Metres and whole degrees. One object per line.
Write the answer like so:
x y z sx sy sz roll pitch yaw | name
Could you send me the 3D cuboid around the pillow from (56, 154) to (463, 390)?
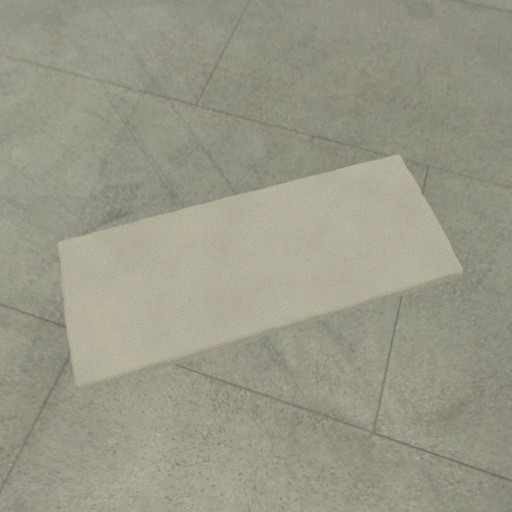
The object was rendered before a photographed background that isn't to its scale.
0.000 0.000 1.355 1.187 0.081 0.492 -15 66 -7 | pillow
